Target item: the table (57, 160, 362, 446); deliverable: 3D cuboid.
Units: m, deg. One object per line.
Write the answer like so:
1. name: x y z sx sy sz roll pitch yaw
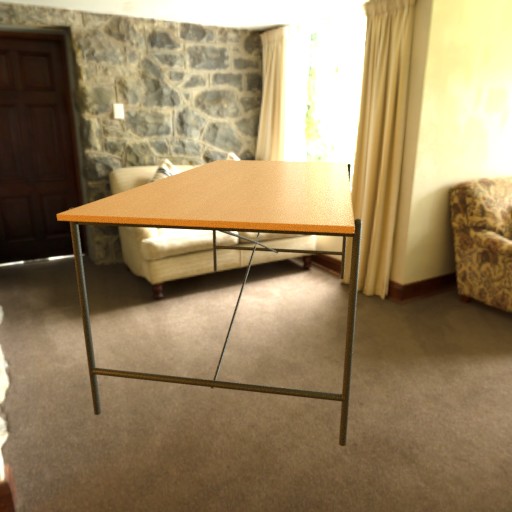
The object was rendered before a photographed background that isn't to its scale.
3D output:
1. table: 0.000 0.000 2.179 0.900 0.758 1.800 3 18 10
